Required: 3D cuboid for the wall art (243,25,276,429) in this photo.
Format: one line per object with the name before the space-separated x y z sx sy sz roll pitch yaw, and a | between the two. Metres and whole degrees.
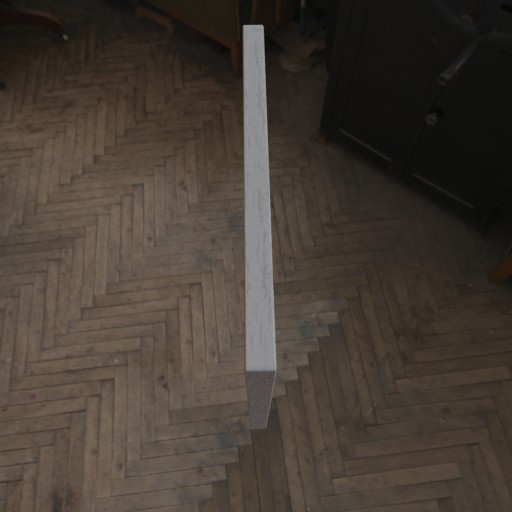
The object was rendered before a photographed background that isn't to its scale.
wall art | 0.000 0.000 1.939 0.078 1.288 1.287 -1 63 0
